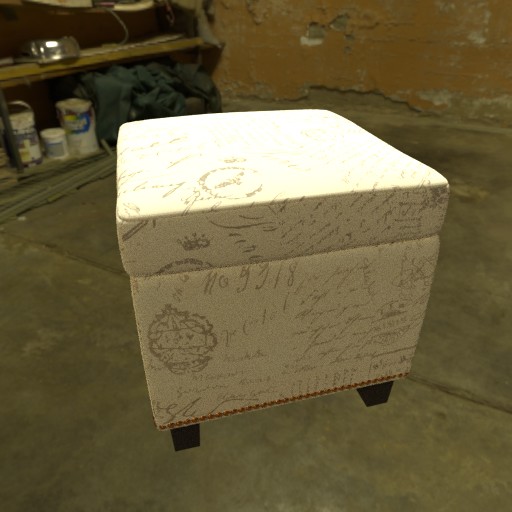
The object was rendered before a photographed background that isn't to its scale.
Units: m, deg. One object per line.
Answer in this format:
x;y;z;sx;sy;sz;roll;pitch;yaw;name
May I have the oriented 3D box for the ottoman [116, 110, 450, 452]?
0.000;0.000;0.828;0.449;0.457;0.450;-8;32;-13;ottoman
